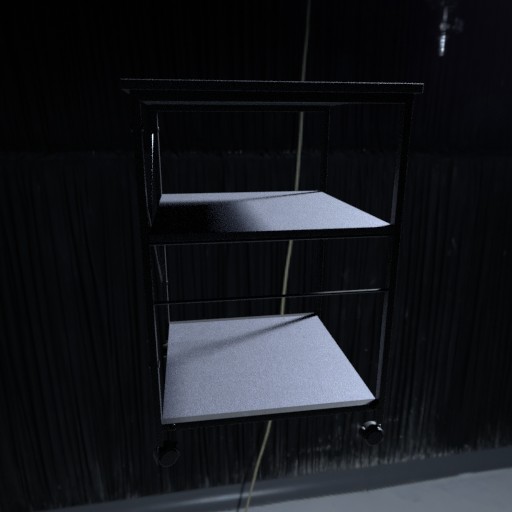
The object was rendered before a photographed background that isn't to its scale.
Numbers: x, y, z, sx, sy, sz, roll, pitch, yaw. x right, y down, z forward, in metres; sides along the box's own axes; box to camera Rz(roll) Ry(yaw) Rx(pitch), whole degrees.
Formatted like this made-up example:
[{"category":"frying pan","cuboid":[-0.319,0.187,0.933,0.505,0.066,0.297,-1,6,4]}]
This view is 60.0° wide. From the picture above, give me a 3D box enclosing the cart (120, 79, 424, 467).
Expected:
[{"category":"cart","cuboid":[0.000,0.000,1.099,0.520,0.762,0.521,-2,16,-9]}]
